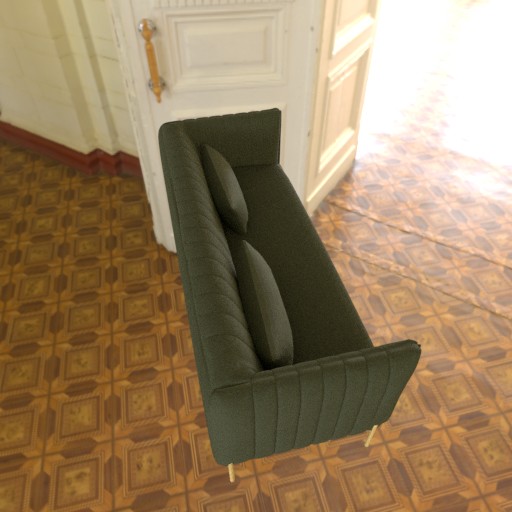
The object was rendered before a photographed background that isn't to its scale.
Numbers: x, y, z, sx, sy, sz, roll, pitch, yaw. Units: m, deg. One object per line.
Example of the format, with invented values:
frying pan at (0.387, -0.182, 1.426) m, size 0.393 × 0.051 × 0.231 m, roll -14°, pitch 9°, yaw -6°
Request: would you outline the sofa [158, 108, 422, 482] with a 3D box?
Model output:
sofa at (0.000, 0.000, 2.604) m, size 0.896 × 0.793 × 2.137 m, roll -10°, pitch 46°, yaw -10°
